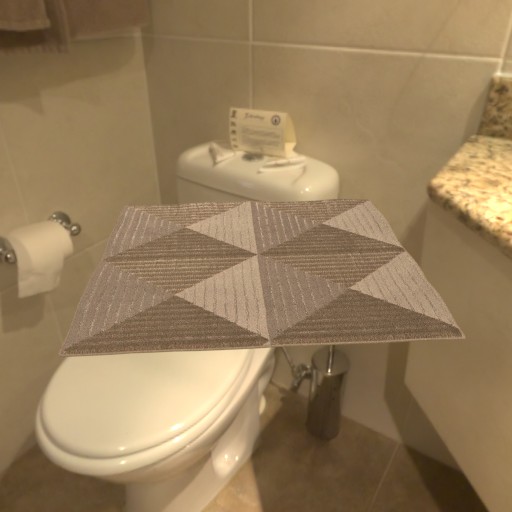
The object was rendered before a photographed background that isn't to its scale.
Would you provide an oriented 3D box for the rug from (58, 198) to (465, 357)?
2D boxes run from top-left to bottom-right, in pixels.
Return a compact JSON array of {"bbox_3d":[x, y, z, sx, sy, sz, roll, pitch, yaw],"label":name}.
[{"bbox_3d":[0.000,0.000,0.918,0.642,0.008,0.551,-2,31,-3],"label":"rug"}]
